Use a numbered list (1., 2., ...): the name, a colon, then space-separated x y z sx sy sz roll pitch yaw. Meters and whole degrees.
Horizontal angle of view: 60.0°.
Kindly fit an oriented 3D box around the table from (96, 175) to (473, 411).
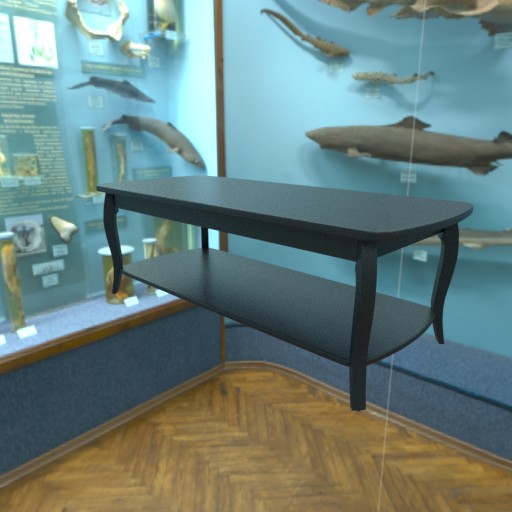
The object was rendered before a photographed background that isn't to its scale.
1. table: 0.000 0.000 1.595 1.333 0.457 0.571 15 21 42
